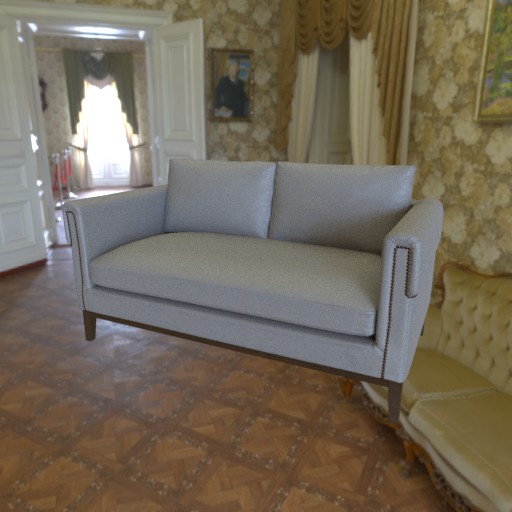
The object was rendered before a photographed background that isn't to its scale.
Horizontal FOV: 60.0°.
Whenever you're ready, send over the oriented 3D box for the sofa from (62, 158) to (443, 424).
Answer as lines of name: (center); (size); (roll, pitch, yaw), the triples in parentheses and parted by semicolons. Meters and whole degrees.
sofa: (0.000, 0.000, 2.147); (1.598, 0.873, 0.899); (8, 17, 25)
